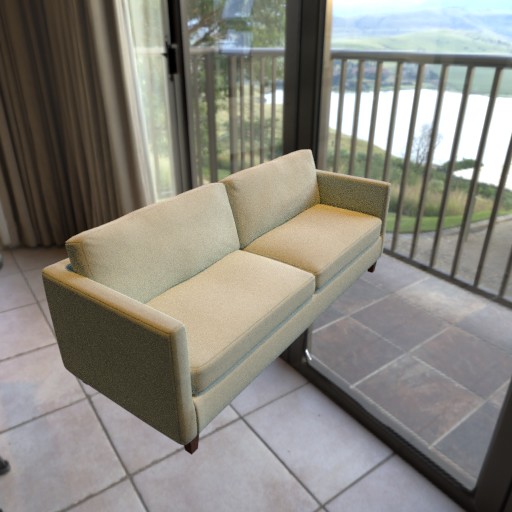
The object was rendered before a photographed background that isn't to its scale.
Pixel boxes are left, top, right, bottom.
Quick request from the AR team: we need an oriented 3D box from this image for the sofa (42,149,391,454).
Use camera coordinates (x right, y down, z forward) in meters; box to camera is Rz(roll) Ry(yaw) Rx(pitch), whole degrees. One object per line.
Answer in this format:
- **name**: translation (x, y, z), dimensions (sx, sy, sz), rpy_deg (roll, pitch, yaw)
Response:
- **sofa**: translation (0.000, 0.000, 2.952), dimensions (0.948, 0.965, 2.434), rpy_deg (18, 32, 31)
